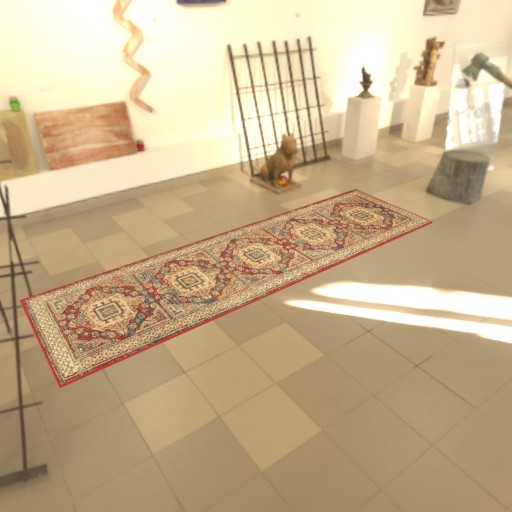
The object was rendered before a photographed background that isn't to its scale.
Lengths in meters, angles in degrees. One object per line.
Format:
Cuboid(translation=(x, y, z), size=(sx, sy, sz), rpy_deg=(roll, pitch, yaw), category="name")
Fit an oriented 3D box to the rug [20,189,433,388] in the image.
Cuboid(translation=(0.000, 0.000, 2.450), size=(2.292, 0.015, 0.659), rpy_deg=(-21, 37, -30), category="rug")
